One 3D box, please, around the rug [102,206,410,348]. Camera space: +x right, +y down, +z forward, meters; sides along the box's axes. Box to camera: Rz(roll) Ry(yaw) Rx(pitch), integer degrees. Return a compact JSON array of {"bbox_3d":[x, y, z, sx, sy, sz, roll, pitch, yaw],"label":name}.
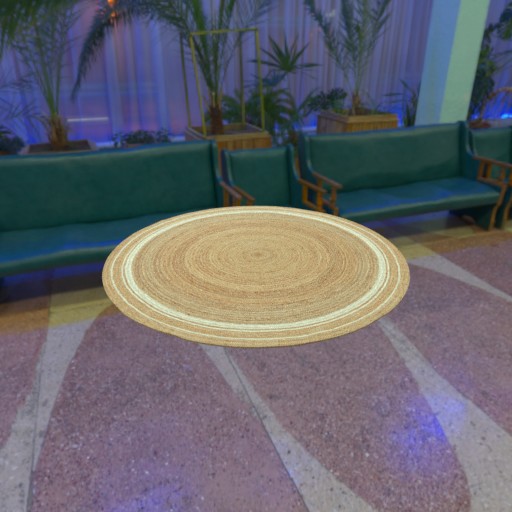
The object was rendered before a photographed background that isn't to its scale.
[{"bbox_3d":[0.000,0.000,3.692,2.444,0.015,2.444,0,26,0],"label":"rug"}]
